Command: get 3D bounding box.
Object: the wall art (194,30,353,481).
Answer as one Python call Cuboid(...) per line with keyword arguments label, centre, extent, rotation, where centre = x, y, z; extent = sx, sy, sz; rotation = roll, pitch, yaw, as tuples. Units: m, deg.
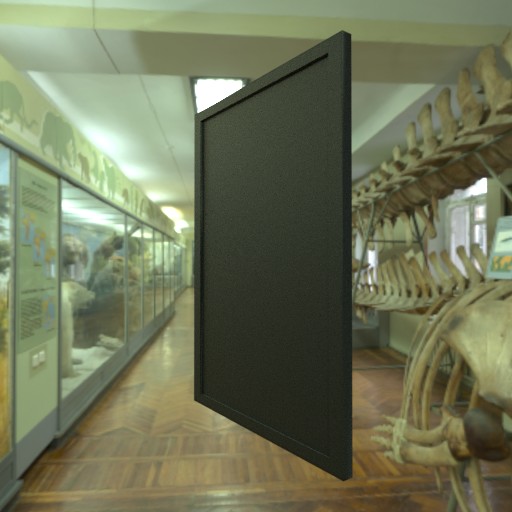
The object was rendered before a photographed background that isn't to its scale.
Cuboid(label="wall art", centre=(0.000, 0.000, 0.551), extent=(0.013, 0.431, 0.303), rotation=(1, -1, -36))
